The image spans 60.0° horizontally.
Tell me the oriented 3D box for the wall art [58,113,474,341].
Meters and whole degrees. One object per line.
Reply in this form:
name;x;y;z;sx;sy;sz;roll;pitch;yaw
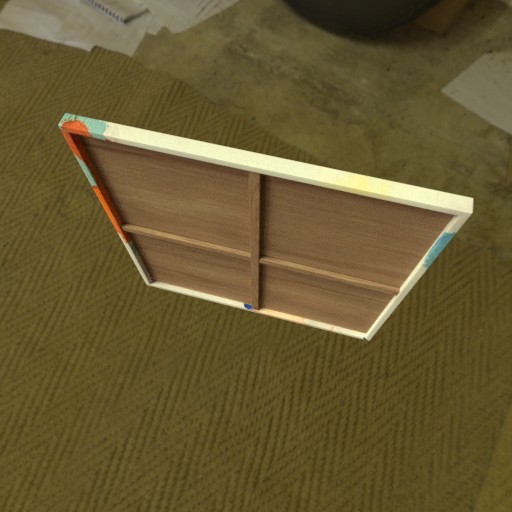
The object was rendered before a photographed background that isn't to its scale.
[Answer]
wall art;0.000;0.000;1.512;1.017;1.017;0.044;13;64;7
